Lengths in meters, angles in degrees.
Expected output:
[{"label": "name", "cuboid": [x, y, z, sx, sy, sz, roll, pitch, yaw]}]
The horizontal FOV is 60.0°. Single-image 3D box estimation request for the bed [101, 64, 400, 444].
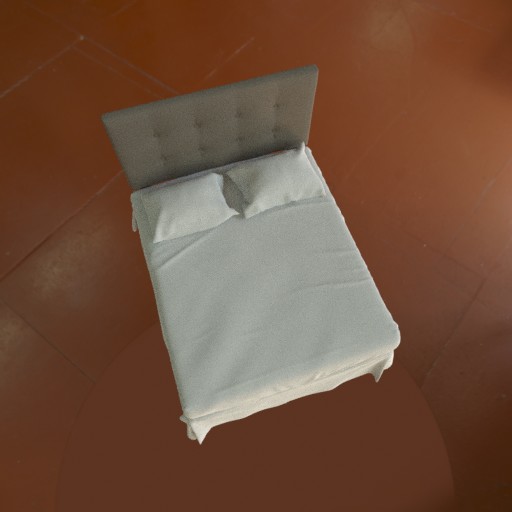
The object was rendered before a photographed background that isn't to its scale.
[{"label": "bed", "cuboid": [0.000, 0.000, 3.479, 1.936, 1.577, 2.222, -16, 65, -8]}]
